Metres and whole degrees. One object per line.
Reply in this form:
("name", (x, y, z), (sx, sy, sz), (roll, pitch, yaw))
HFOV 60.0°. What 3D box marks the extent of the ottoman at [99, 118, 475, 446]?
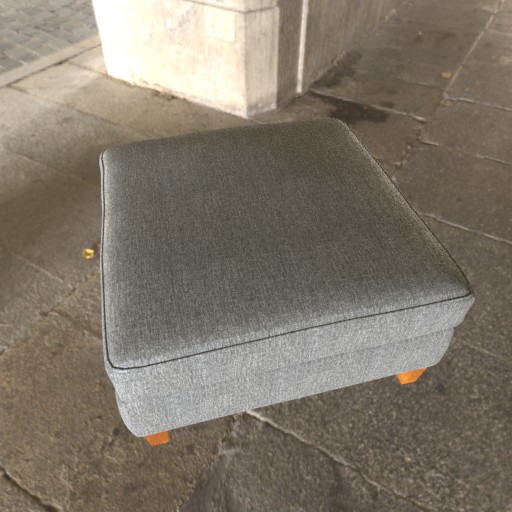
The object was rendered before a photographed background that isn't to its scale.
("ottoman", (0.000, 0.000, 1.318), (0.838, 0.481, 0.838), (-10, 47, -10))
